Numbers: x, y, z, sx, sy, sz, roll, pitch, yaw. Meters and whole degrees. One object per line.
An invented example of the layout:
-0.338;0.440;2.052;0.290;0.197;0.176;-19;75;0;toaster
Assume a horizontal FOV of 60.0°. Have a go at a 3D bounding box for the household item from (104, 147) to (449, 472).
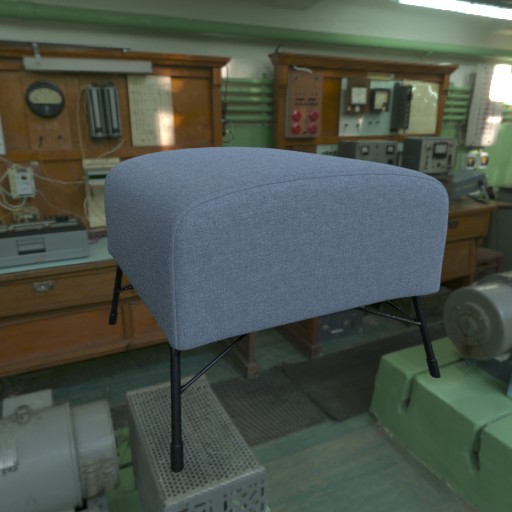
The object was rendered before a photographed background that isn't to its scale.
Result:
0.000;0.000;0.894;0.530;0.410;0.530;-9;20;-26;household item
